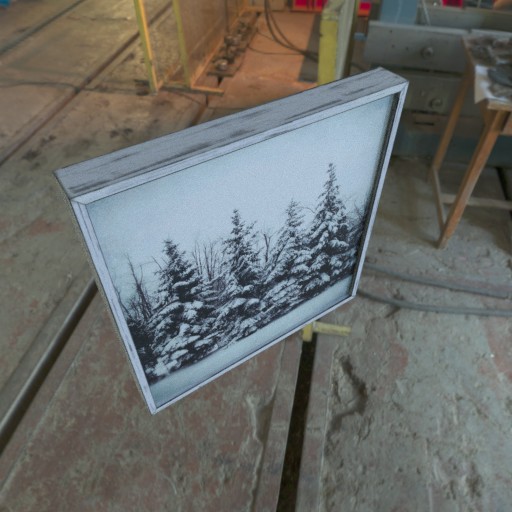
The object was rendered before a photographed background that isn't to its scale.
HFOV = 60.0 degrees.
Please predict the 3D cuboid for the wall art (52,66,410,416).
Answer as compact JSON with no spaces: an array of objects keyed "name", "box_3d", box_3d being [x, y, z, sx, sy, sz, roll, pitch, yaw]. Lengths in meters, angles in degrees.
[{"name":"wall art","box_3d":[0.000,0.000,0.453,0.303,0.303,0.036,-26,51,-23]}]
